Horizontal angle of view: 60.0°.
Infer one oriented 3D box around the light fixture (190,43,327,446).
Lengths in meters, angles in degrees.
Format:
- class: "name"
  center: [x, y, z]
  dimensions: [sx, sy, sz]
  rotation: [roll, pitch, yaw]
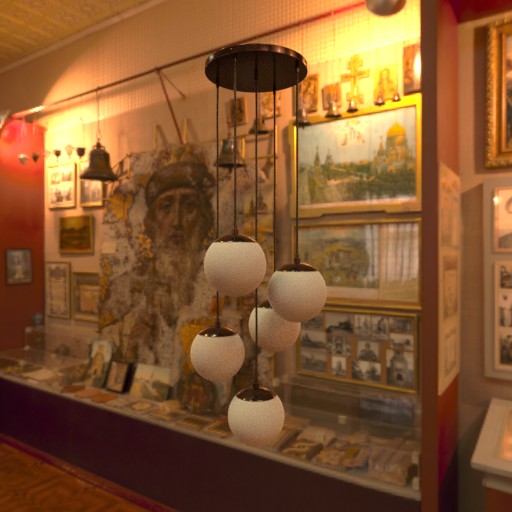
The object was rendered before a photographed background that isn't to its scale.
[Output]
- class: "light fixture"
  center: [0.000, 0.000, 1.500]
  dimensions: [0.484, 1.271, 0.489]
  rotation: [0, 0, 36]
